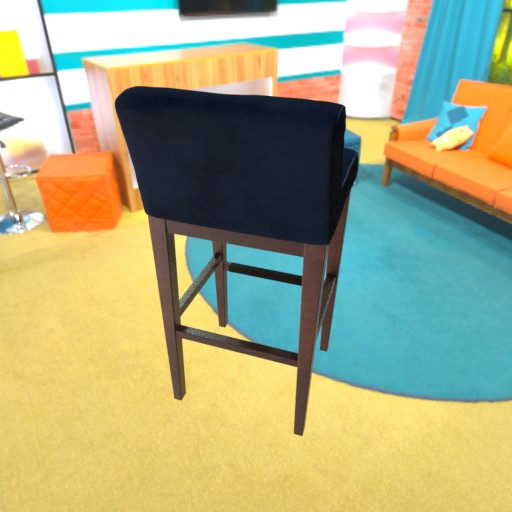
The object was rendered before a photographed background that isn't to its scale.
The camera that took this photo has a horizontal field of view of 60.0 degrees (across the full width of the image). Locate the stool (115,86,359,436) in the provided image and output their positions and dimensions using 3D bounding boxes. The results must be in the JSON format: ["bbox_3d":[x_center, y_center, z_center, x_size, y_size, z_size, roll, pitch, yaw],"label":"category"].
[{"bbox_3d":[0.000,0.000,1.363,0.511,1.037,0.500,11,34,16],"label":"stool"}]
